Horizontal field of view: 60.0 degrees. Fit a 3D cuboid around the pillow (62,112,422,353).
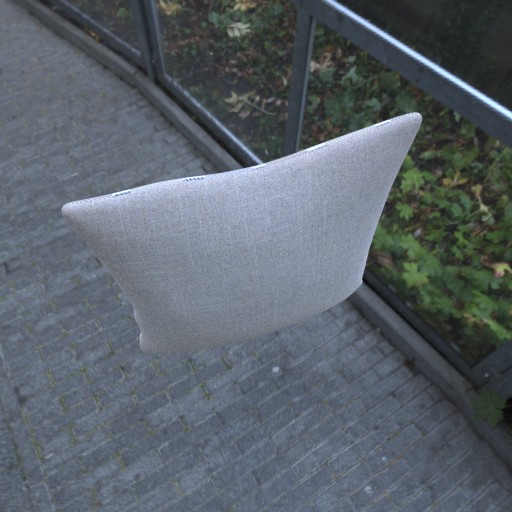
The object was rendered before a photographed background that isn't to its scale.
[{"bbox_3d":[0.000,0.000,0.882,0.578,0.558,0.192,-16,59,-10],"label":"pillow"}]
